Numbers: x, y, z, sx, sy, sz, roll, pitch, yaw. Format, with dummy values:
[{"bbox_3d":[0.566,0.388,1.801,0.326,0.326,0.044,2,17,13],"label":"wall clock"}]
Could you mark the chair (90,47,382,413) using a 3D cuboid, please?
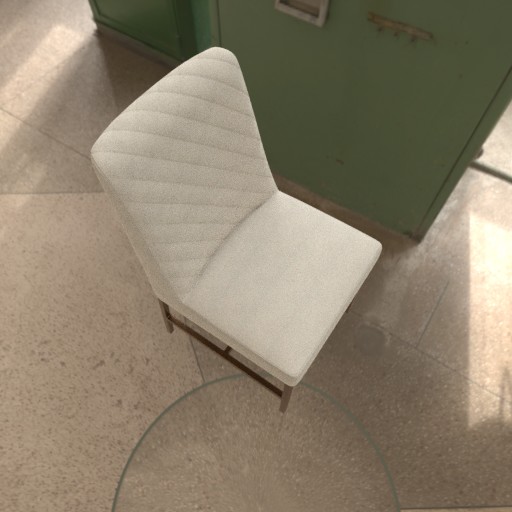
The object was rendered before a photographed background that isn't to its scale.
[{"bbox_3d":[0.000,0.000,1.308,0.597,0.933,0.503,31,64,17],"label":"chair"}]
